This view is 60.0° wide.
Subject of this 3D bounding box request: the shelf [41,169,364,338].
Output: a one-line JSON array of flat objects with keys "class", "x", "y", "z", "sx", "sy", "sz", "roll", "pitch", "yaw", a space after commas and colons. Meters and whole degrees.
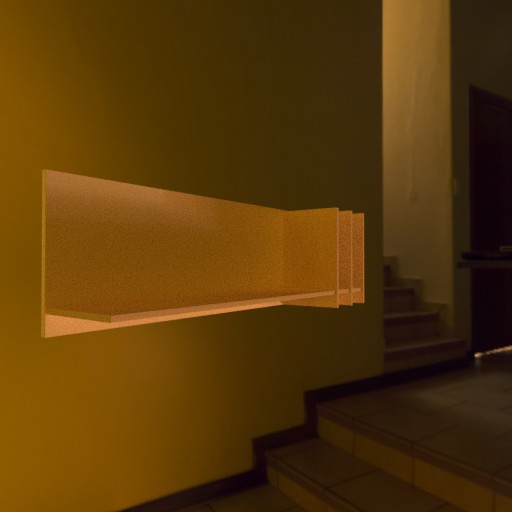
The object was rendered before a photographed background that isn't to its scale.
[{"class": "shelf", "x": 0.000, "y": 0.000, "z": 1.144, "sx": 0.200, "sy": 0.300, "sz": 1.020, "roll": -1, "pitch": -1, "yaw": 37}]
